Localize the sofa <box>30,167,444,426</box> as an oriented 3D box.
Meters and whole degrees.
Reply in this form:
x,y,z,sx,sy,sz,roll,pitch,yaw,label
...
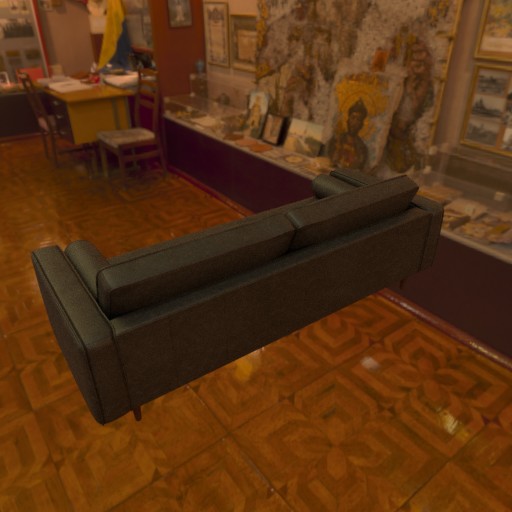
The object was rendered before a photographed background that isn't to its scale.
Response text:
x,y,z,sx,sy,sz,roll,pitch,yaw,label
0.000,0.000,2.543,2.210,0.762,0.914,-20,36,-29,sofa
